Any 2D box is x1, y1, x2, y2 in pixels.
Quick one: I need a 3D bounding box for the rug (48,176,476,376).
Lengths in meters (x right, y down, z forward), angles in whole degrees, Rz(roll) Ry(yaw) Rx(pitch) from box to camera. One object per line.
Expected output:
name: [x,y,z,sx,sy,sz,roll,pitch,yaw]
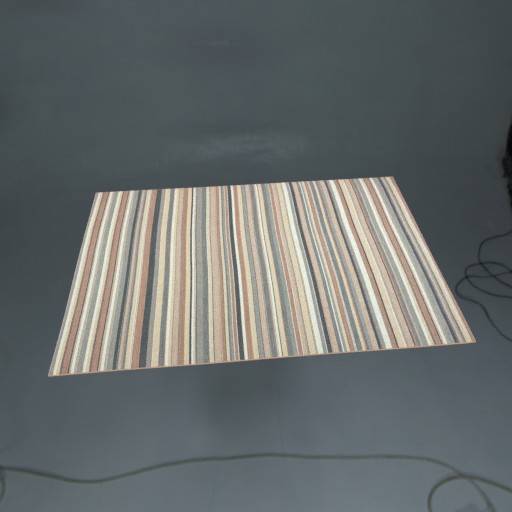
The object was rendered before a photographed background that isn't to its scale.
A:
rug: [0.000,0.000,2.302,1.829,0.008,1.219,-4,46,-4]
